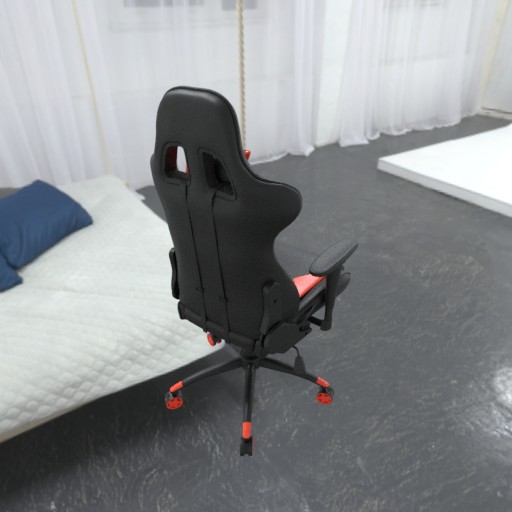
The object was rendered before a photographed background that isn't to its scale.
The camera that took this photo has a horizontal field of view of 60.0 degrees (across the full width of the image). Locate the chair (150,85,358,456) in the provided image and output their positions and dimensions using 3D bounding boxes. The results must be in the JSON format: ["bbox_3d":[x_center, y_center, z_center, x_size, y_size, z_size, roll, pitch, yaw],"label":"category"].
[{"bbox_3d":[0.000,0.000,1.684,0.695,1.282,0.730,20,35,31],"label":"chair"}]
